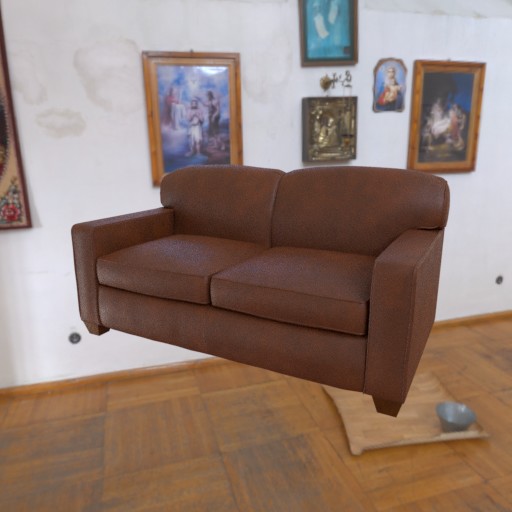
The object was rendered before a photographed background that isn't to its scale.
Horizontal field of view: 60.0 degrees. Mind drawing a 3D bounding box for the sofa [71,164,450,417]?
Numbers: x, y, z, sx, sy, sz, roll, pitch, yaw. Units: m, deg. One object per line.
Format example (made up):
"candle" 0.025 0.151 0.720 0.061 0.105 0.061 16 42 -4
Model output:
"sofa" 0.000 0.000 2.459 1.856 0.966 1.000 7 16 27
